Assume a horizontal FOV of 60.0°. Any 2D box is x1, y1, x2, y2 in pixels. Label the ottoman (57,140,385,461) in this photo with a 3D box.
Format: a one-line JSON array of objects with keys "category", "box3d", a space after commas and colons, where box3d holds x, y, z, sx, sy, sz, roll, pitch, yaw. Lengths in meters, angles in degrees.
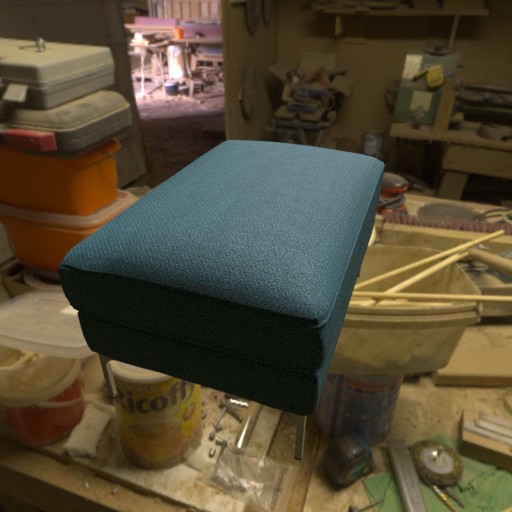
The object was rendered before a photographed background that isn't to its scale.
[{"category": "ottoman", "box3d": [0.000, 0.000, 1.222, 0.563, 0.498, 0.856, 11, 33, 17]}]
